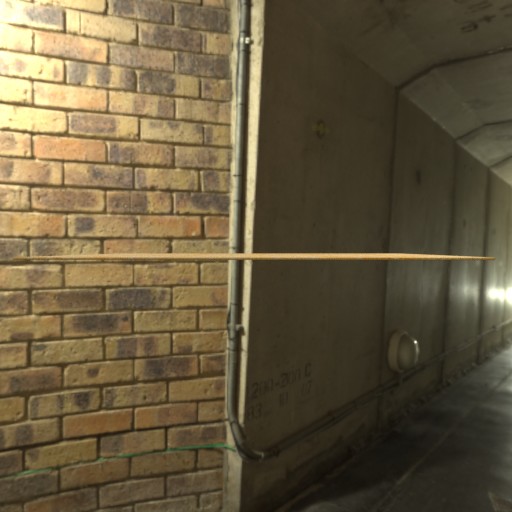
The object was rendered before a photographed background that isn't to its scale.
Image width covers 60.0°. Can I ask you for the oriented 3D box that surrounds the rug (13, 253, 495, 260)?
[{"bbox_3d":[0.000,0.000,2.275,1.829,0.010,1.213,0,1,1],"label":"rug"}]
